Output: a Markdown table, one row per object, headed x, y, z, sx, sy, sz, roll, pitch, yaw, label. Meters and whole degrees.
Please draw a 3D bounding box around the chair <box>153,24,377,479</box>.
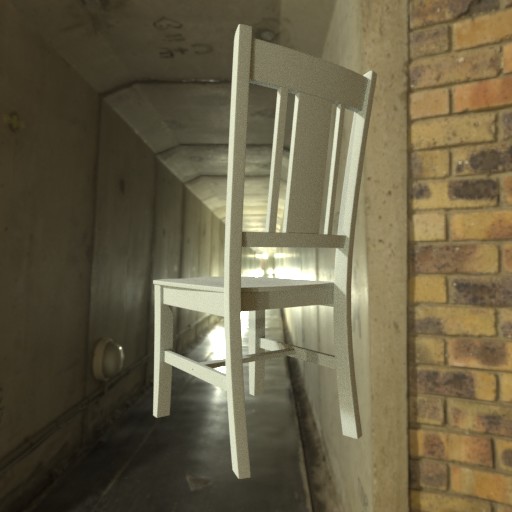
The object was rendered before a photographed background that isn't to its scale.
| x | y | z | sx | sy | sz | roll | pitch | yaw | label |
| --- | --- | --- | --- | --- | --- | --- | --- | --- | --- |
| 0.000 | 0.000 | 1.286 | 0.450 | 0.998 | 0.555 | 0 | 0 | -36 | chair |
